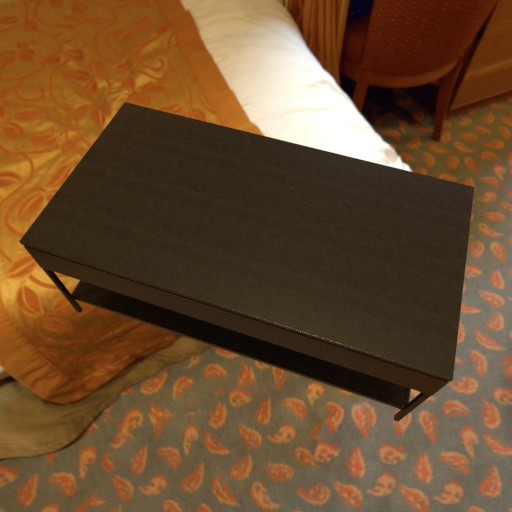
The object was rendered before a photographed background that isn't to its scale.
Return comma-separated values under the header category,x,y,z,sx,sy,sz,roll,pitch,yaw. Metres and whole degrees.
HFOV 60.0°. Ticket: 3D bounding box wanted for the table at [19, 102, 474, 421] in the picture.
category,x,y,z,sx,sy,sz,roll,pitch,yaw
table,0.000,0.000,1.375,1.095,0.435,0.574,16,59,10
